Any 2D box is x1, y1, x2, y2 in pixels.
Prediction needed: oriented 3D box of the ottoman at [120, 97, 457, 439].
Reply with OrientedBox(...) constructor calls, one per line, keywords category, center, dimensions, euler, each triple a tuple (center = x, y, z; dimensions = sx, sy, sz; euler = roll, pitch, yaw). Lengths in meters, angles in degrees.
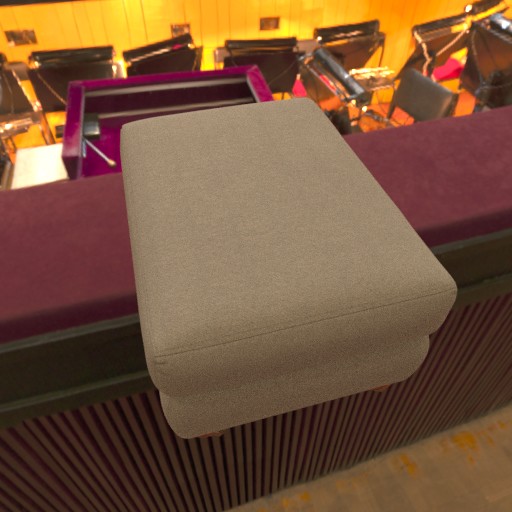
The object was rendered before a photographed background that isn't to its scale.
OrientedBox(category="ottoman", center=(0.000, 0.000, 1.122), dimensions=(0.569, 0.499, 0.773), euler=(-11, 47, -11))
